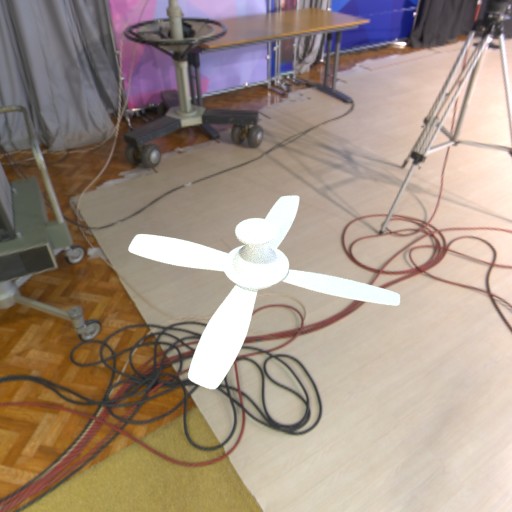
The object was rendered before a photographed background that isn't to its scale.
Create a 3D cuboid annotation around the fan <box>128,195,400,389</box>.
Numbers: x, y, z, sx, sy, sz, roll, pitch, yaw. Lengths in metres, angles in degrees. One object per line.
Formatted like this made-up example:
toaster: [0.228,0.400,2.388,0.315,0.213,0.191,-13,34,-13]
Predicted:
fan: [0.000,0.000,2.611,1.694,0.382,1.693,12,42,13]
